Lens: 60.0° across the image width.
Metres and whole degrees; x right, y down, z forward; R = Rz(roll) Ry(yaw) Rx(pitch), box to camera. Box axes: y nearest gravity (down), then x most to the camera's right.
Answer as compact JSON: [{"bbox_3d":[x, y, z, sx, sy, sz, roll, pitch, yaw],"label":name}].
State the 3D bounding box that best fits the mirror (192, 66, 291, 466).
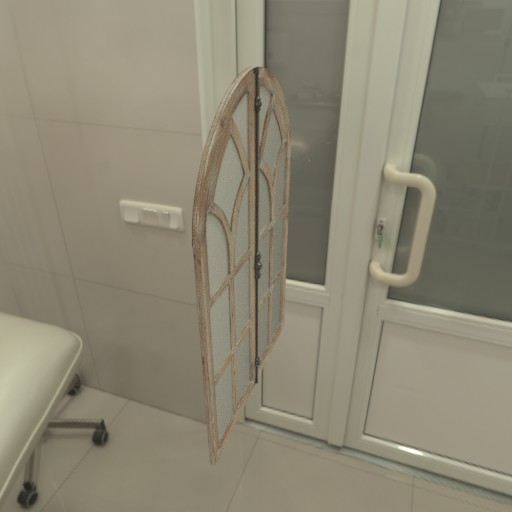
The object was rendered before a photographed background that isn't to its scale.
[{"bbox_3d":[0.000,0.000,1.159,0.032,0.915,0.609,10,31,17],"label":"mirror"}]
